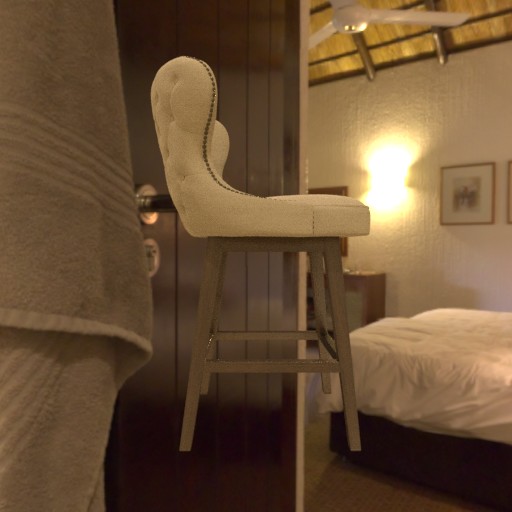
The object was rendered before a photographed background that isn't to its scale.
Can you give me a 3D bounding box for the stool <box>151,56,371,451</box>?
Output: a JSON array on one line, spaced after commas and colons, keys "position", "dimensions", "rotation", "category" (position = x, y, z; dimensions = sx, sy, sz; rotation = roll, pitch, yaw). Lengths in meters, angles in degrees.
[{"position": [0.000, 0.000, 1.328], "dimensions": [0.597, 0.972, 0.615], "rotation": [0, 2, 0], "category": "stool"}]
